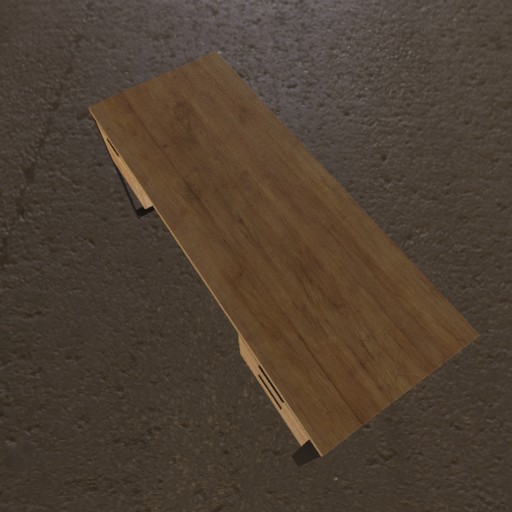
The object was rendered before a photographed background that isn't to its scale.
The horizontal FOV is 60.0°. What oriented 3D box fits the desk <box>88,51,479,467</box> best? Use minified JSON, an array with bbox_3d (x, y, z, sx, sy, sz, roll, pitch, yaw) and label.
[{"bbox_3d":[0.000,0.000,1.881,0.600,0.760,1.520,-31,67,-15],"label":"desk"}]
